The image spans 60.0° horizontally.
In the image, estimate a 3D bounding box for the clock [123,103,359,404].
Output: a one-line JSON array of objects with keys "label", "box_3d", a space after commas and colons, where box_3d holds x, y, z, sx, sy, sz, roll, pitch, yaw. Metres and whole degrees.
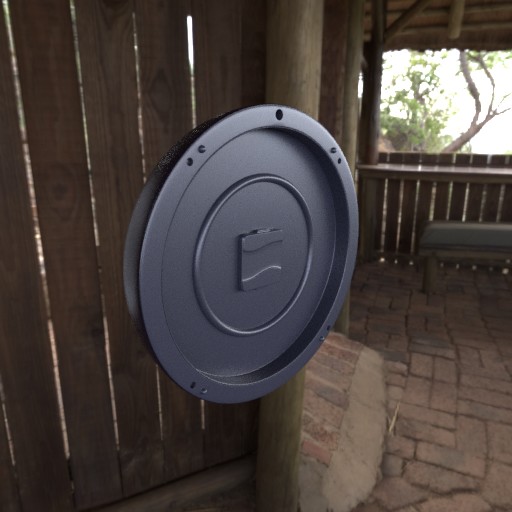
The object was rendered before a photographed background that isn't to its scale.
[{"label": "clock", "box_3d": [0.000, 0.000, 0.464, 0.300, 0.300, 0.060, -14, 21, -42]}]
